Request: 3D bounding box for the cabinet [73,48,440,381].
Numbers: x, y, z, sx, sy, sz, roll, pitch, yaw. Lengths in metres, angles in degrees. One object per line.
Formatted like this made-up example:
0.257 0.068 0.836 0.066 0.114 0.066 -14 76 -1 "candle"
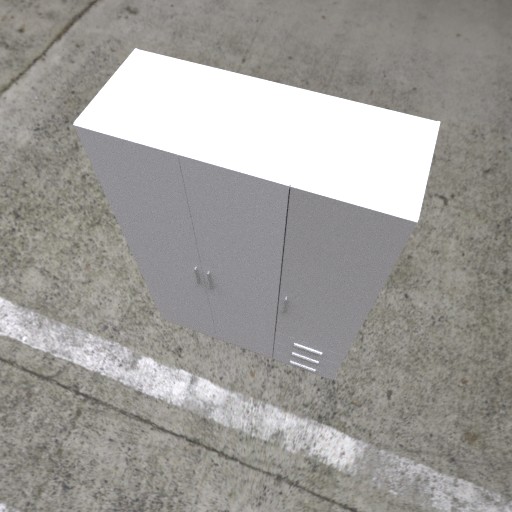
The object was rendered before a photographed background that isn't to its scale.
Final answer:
0.000 0.000 2.478 1.290 1.910 0.510 18 61 10 "cabinet"
